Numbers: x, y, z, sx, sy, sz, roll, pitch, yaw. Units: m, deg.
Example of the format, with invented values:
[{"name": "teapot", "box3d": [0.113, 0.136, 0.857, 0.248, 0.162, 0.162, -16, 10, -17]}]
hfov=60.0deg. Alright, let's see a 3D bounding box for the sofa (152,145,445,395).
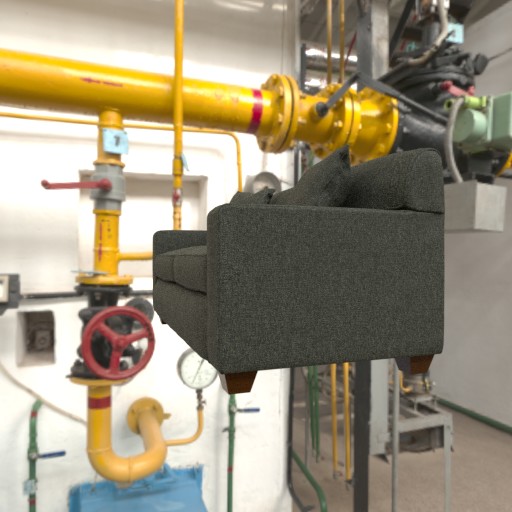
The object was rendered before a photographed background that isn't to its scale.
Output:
[{"name": "sofa", "box3d": [0.000, 0.000, 2.482, 0.998, 0.958, 1.846, 0, 0, -20]}]
